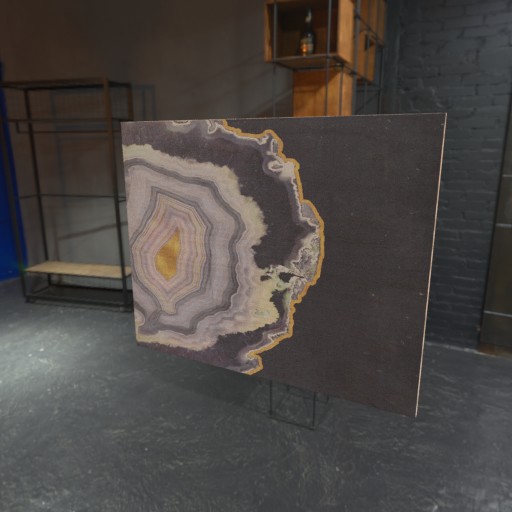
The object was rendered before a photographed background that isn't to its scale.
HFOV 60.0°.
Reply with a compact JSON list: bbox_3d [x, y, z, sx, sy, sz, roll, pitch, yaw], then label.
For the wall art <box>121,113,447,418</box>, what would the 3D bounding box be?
[{"bbox_3d":[0.000,0.000,0.688,0.508,0.408,0.010,7,16,26],"label":"wall art"}]
